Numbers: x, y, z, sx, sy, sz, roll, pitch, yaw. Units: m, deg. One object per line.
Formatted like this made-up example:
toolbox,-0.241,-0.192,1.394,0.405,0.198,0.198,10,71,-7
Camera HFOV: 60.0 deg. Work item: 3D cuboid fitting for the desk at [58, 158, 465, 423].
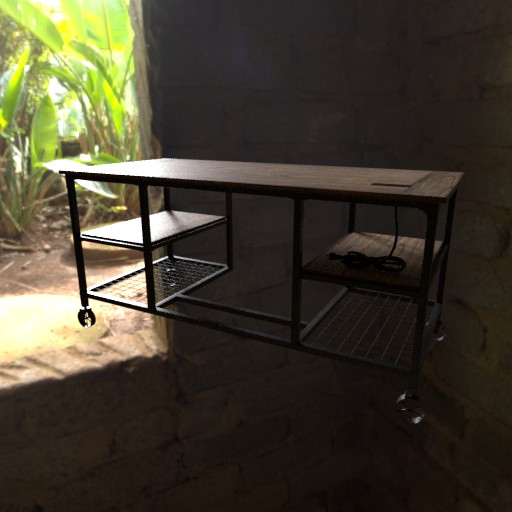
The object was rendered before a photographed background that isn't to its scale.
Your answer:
desk,0.000,0.000,1.973,1.590,0.751,0.711,9,19,27
